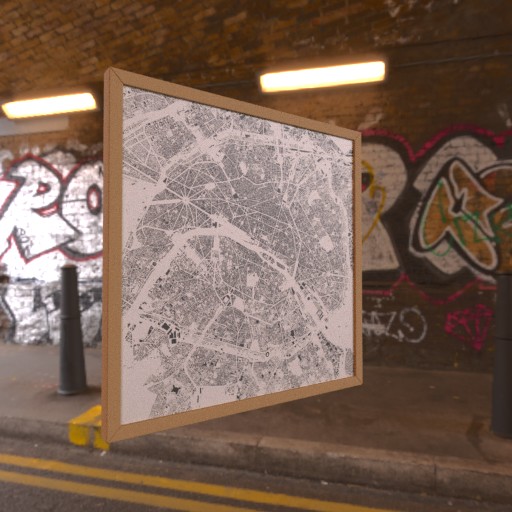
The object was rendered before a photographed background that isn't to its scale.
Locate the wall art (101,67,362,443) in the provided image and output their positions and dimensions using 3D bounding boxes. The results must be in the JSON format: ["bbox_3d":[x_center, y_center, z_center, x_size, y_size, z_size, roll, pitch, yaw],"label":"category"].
[{"bbox_3d":[0.000,0.000,1.131,0.761,0.761,0.037,1,-2,-36],"label":"wall art"}]
